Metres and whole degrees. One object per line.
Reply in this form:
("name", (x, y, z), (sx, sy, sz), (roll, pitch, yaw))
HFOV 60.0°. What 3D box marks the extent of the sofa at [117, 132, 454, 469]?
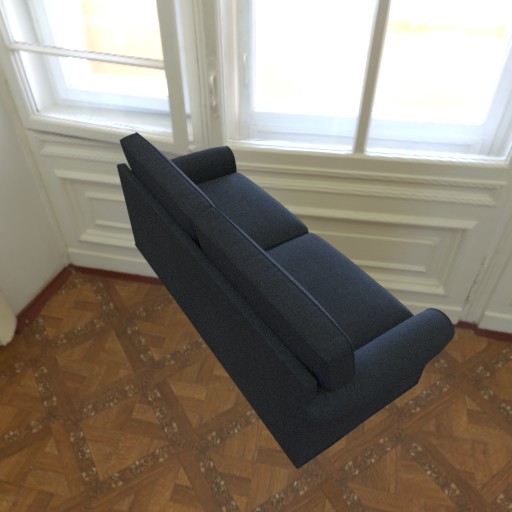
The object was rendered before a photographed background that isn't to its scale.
("sofa", (0.000, 0.000, 2.883), (0.954, 1.026, 2.391), (-24, 47, -25))
